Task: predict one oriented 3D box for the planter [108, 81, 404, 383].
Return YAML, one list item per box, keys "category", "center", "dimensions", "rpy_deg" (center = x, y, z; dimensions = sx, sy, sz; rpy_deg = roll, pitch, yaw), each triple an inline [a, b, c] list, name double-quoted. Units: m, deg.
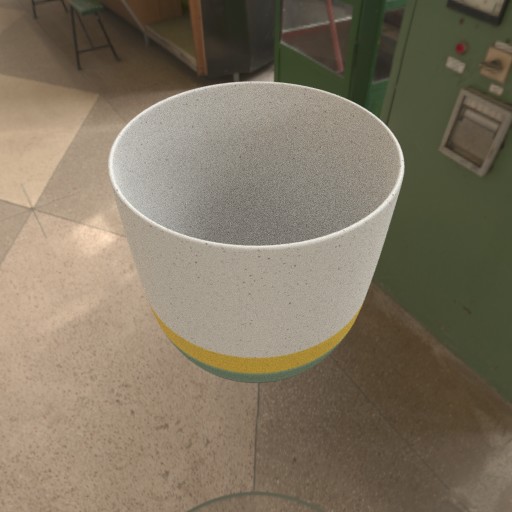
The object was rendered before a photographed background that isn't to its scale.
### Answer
- category: "planter"
  center: [0.000, 0.000, 0.374]
  dimensions: [0.195, 0.214, 0.195]
  rpy_deg: [0, 46, 0]
